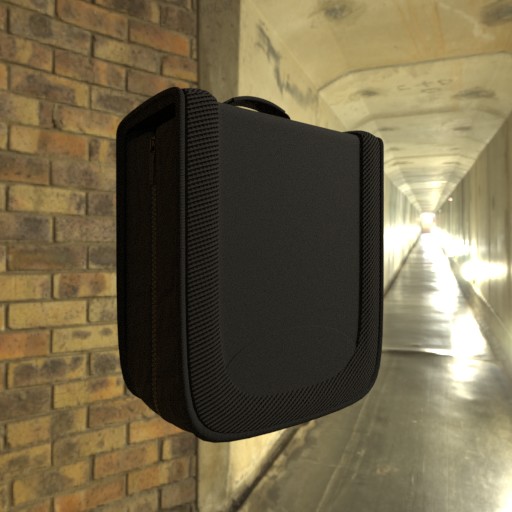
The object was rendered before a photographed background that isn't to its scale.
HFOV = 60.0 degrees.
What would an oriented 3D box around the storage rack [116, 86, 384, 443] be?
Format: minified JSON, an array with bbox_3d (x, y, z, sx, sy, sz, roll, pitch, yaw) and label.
[{"bbox_3d":[0.000,0.000,0.552,0.297,0.387,0.168,0,0,-37],"label":"storage rack"}]
